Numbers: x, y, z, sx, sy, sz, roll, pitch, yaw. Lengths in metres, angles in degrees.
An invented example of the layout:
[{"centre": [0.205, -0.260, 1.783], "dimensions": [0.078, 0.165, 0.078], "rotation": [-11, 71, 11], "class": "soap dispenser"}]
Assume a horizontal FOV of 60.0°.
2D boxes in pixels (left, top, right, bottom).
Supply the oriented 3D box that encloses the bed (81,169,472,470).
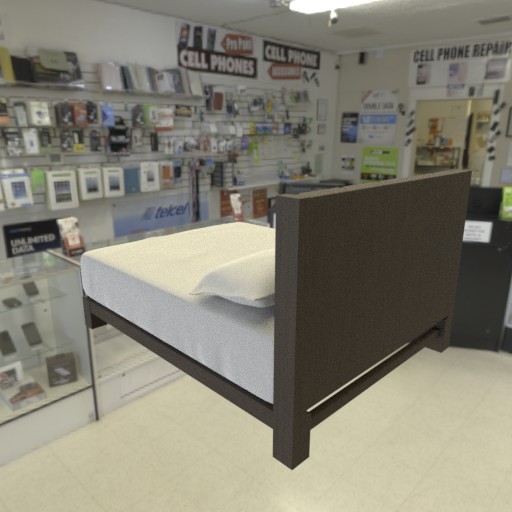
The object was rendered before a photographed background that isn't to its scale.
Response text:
[{"centre": [0.000, 0.000, 3.237], "dimensions": [1.727, 1.270, 2.242], "rotation": [-15, 22, -42], "class": "bed"}]
